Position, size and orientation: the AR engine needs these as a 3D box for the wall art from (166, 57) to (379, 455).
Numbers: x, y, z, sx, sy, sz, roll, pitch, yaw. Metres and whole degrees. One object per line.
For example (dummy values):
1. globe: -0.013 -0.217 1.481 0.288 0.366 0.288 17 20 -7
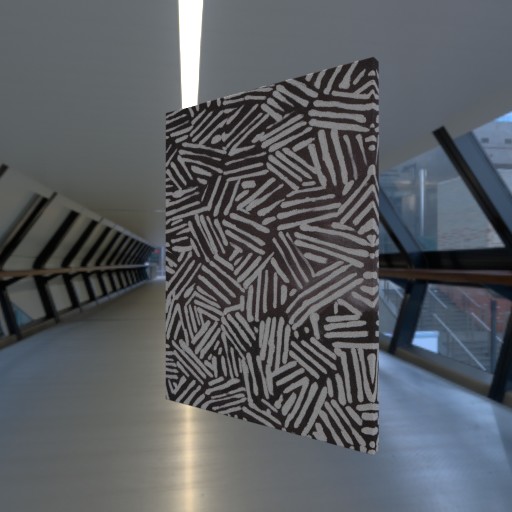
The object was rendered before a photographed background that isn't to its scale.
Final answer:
1. wall art: 0.000 0.000 1.365 0.765 1.017 0.038 0 0 36
